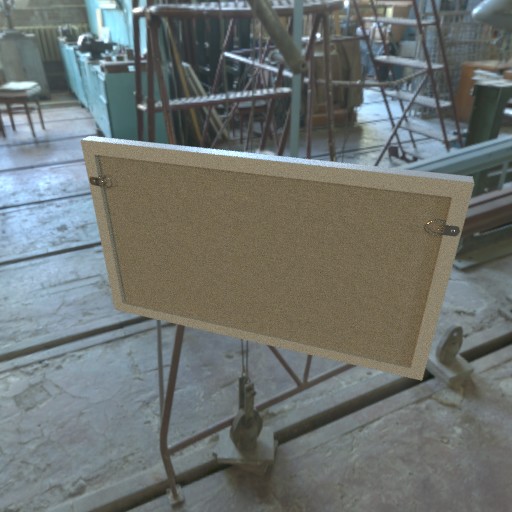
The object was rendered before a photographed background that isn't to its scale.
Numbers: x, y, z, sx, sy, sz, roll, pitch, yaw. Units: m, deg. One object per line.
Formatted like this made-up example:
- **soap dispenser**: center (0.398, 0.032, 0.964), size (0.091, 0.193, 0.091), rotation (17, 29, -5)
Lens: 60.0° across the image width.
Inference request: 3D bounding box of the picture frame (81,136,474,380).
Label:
- **picture frame**: center (0.000, 0.000, 0.810), size (0.647, 0.379, 0.044), rotation (10, 32, 16)
